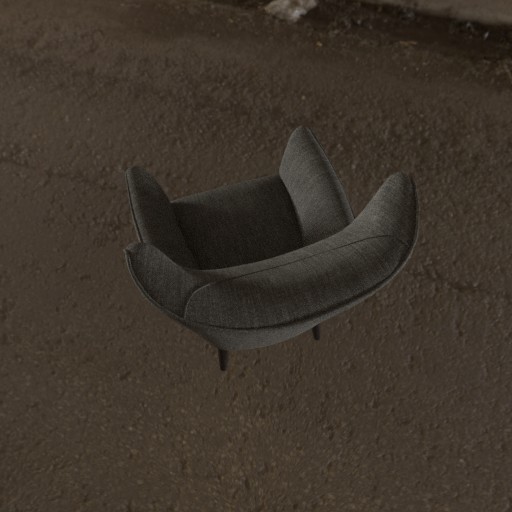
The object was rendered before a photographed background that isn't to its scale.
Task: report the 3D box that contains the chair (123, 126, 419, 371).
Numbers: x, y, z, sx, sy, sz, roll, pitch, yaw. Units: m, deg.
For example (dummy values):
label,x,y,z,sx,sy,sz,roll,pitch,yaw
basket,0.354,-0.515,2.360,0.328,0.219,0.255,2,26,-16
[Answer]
label,x,y,z,sx,sy,sz,roll,pitch,yaw
chair,0.000,0.000,1.596,0.781,0.933,0.888,-16,59,-10
